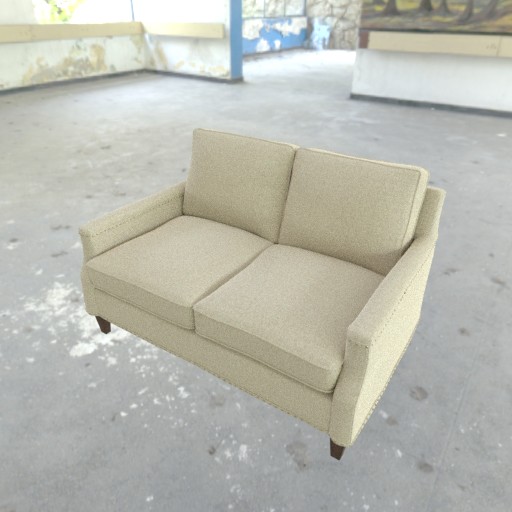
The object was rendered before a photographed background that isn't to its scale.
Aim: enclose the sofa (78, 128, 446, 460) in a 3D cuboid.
[{"bbox_3d":[0.000,0.000,2.291,1.597,1.003,1.084,18,35,29],"label":"sofa"}]
